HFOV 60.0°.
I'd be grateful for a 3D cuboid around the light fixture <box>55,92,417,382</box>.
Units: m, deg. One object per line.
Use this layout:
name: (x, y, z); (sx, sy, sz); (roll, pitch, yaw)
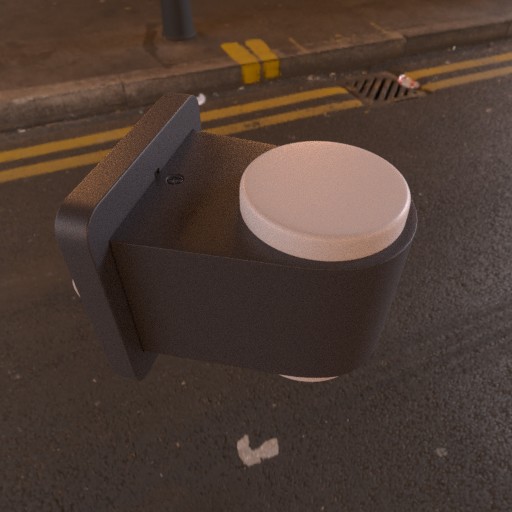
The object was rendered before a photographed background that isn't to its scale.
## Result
light fixture: (0.000, 0.000, 0.213); (0.132, 0.109, 0.109); (11, 46, 11)
